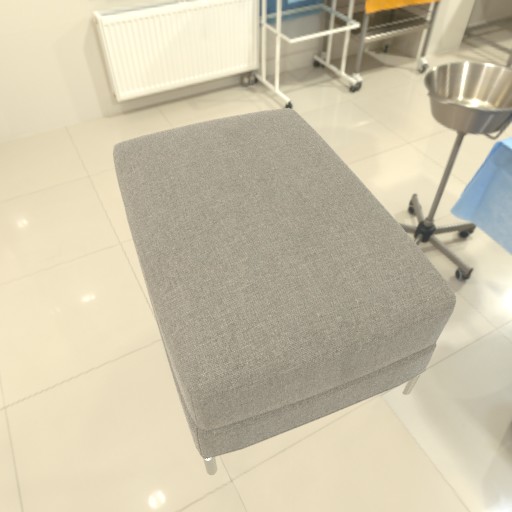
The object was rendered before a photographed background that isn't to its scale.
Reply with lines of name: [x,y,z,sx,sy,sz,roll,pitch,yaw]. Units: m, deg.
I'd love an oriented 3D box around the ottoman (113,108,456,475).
ottoman: [0.000,0.000,1.173,0.584,0.457,0.838,-16,49,-14]
